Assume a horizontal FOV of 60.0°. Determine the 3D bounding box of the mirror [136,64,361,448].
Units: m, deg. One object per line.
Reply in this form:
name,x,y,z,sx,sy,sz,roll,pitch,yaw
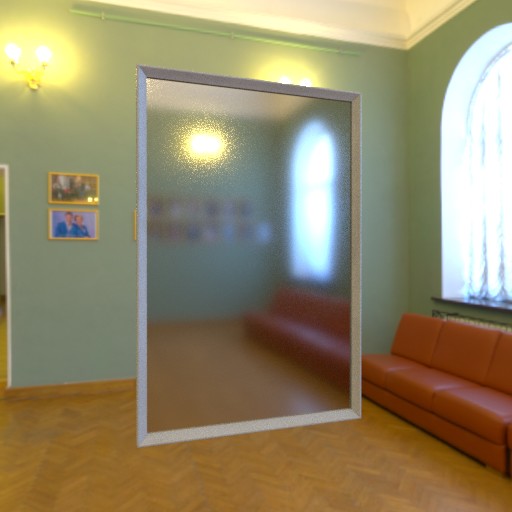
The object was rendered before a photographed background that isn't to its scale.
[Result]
mirror,0.000,0.000,1.169,0.609,0.915,0.041,0,0,-18
